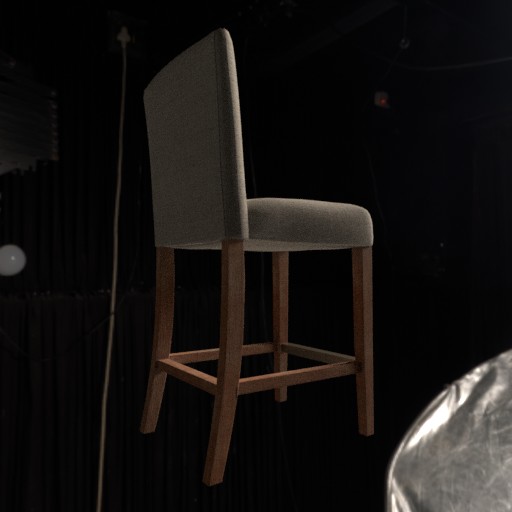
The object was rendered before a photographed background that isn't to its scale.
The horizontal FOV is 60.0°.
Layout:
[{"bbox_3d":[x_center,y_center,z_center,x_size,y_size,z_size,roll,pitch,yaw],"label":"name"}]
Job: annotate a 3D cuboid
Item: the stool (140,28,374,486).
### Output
[{"bbox_3d":[0.000,0.000,1.321,0.567,1.039,0.454,1,-2,-36],"label":"stool"}]
